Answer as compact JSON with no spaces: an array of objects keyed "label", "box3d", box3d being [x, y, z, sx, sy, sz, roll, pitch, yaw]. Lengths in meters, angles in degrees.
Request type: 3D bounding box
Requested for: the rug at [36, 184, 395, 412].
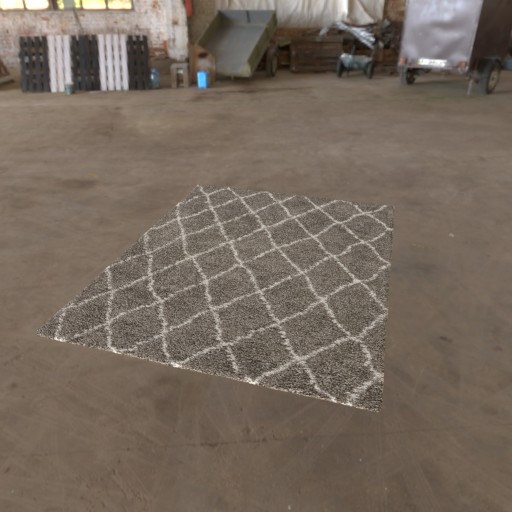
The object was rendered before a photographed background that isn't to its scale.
[{"label":"rug","box3d":[0.000,0.000,4.155,2.438,0.029,3.047,9,32,14]}]
